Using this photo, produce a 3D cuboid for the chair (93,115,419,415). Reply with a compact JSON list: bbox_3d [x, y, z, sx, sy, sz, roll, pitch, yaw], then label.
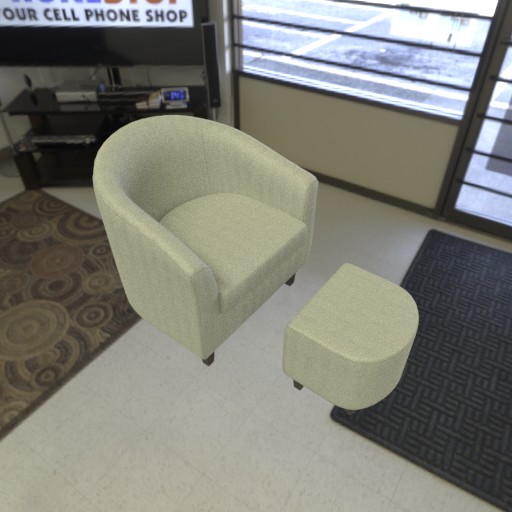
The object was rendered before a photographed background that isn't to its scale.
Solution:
[{"bbox_3d":[0.000,0.000,1.725,1.288,0.757,0.756,26,47,28],"label":"chair"}]
